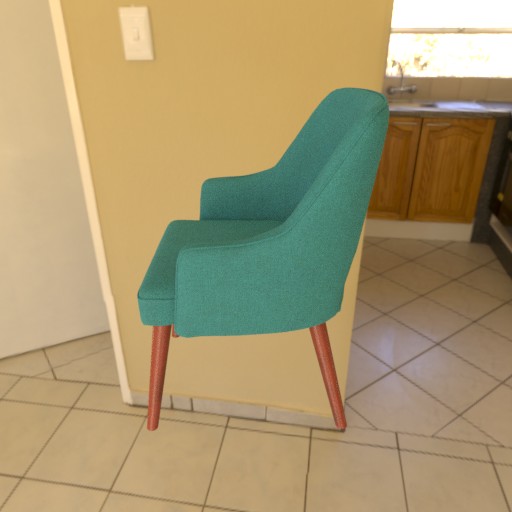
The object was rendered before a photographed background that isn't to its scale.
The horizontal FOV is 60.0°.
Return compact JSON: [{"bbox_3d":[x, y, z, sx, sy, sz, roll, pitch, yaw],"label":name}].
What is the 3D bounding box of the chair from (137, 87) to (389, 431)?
[{"bbox_3d":[0.000,0.000,1.223,0.605,0.849,0.548,0,27,0],"label":"chair"}]
